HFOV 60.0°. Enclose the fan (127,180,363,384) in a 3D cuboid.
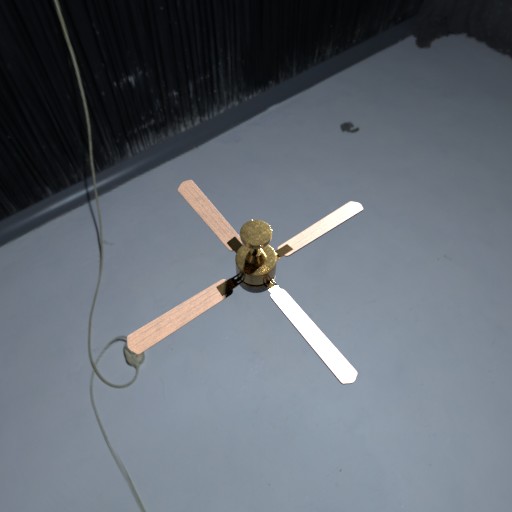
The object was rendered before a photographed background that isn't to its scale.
[{"bbox_3d":[0.000,0.000,1.973,1.320,0.355,1.320,-32,62,-19],"label":"fan"}]
